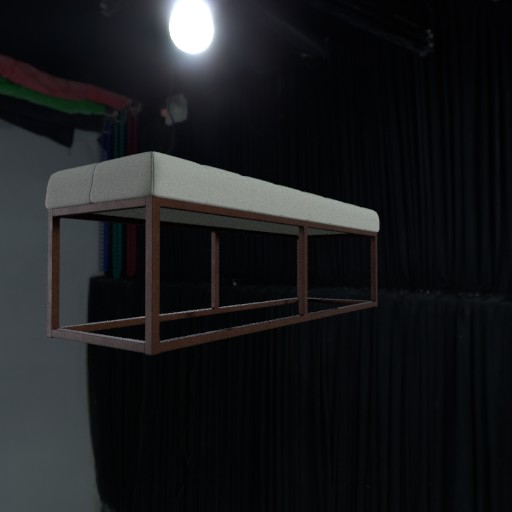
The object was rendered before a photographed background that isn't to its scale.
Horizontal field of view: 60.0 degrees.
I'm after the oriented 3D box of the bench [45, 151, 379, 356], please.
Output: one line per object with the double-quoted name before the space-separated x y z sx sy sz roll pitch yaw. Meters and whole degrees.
"bench" 0.000 0.000 1.753 0.479 0.488 1.488 -1 -1 35
